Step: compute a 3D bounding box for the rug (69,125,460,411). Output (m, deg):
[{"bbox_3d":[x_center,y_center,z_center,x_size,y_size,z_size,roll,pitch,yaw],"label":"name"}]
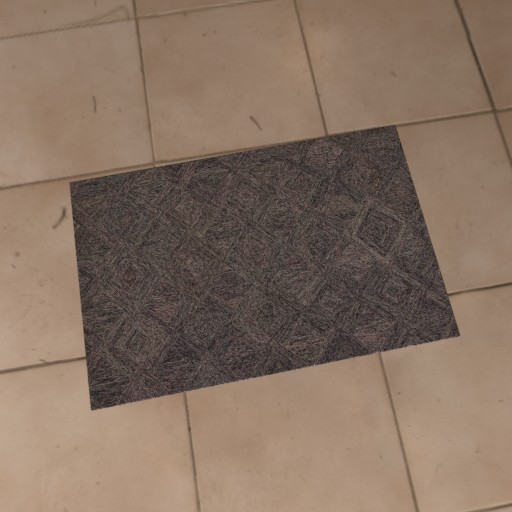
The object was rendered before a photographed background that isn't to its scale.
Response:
[{"bbox_3d":[0.000,0.000,2.887,2.298,0.017,1.501,-11,76,-3],"label":"rug"}]
